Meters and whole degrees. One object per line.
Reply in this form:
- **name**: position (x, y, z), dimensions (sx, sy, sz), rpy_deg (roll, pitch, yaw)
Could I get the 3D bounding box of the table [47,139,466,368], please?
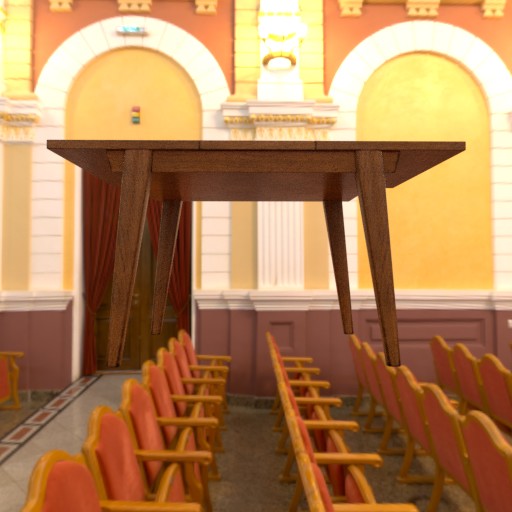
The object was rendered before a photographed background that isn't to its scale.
- **table**: position (0.000, 0.000, 1.853), dimensions (1.400, 0.760, 0.757), rpy_deg (0, -1, -1)
